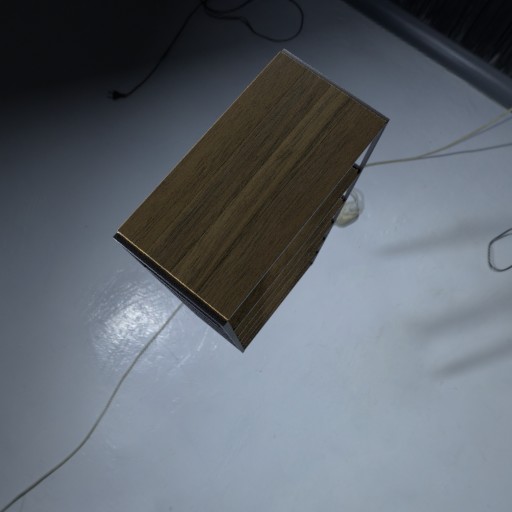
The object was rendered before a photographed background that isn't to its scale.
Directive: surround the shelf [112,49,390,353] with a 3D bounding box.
[{"bbox_3d":[0.000,0.000,2.339,0.431,2.015,0.847,37,79,9],"label":"shelf"}]
